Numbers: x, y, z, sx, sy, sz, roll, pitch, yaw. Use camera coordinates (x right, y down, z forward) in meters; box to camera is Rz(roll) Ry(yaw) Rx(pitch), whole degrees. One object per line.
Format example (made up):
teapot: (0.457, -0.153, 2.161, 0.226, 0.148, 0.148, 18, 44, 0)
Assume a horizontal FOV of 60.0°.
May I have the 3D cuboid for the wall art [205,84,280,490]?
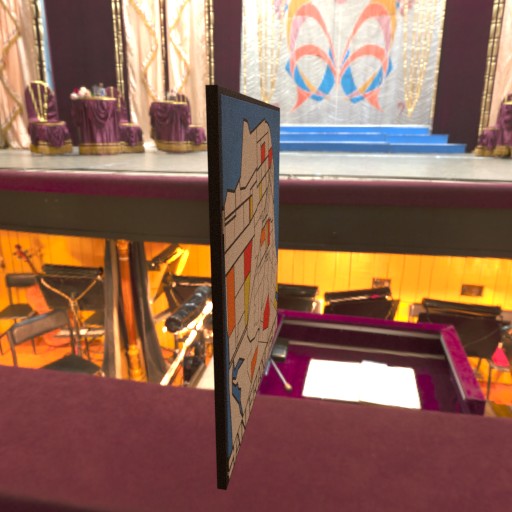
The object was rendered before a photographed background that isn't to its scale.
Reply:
wall art: (0.000, 0.000, 0.689, 0.013, 0.457, 0.458, 3, 16, 10)
